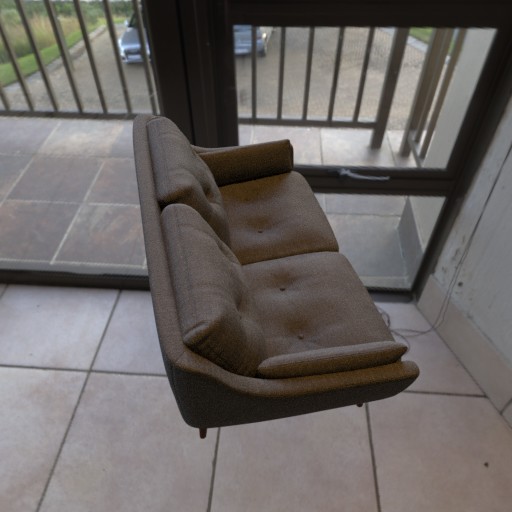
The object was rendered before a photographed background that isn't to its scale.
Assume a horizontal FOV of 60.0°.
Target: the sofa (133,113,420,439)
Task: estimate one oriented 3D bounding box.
[{"bbox_3d":[0.000,0.000,2.183,0.976,0.887,1.646,-11,47,-10],"label":"sofa"}]
